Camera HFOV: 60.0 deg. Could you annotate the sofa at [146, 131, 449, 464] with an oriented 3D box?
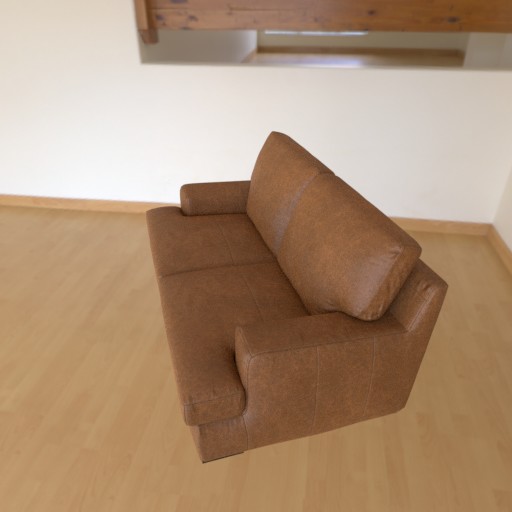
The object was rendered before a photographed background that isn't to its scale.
[{"bbox_3d":[0.000,0.000,2.557,1.144,0.966,1.880,-9,33,-14],"label":"sofa"}]
